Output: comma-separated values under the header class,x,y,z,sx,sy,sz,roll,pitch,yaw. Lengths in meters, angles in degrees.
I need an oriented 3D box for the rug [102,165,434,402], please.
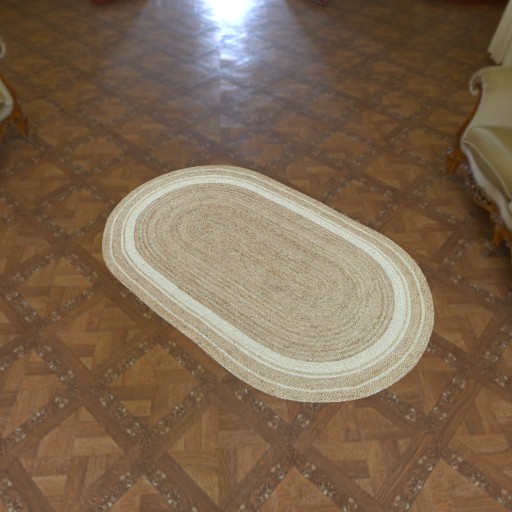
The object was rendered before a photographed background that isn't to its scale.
class,x,y,z,sx,sy,sz,roll,pitch,yaw
rug,0.000,0.000,3.036,2.432,0.006,1.520,32,54,27
